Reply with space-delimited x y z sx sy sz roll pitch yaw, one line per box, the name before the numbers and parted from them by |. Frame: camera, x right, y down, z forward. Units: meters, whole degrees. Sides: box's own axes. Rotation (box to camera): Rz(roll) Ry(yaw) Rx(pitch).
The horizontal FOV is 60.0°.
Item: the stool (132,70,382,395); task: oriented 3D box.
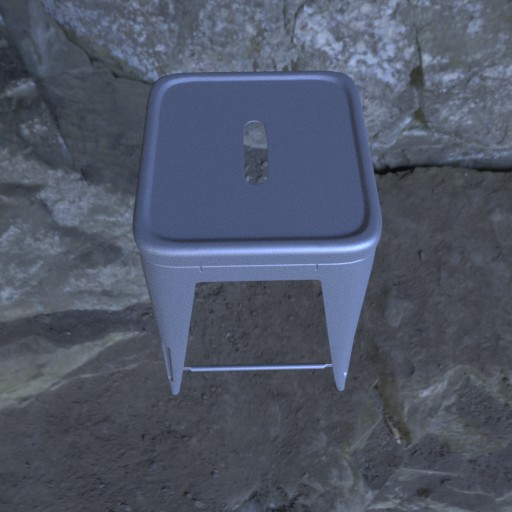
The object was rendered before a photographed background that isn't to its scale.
stool | 0.000 0.000 0.853 0.406 0.610 0.406 -1 63 -1
